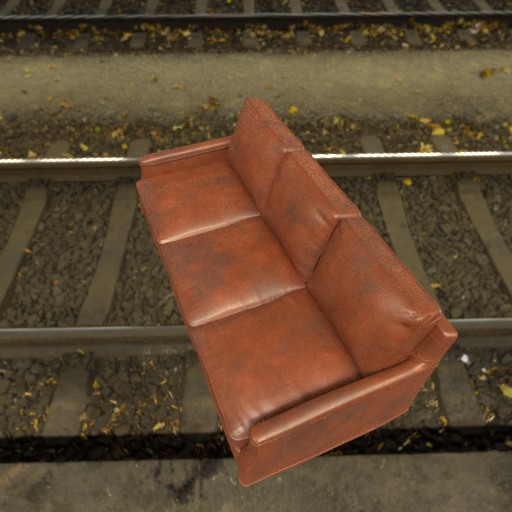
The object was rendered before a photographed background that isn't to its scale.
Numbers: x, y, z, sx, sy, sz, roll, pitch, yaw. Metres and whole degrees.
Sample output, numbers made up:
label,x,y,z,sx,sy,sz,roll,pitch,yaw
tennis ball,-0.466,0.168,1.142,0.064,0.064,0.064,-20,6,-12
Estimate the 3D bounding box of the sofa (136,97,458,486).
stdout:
label,x,y,z,sx,sy,sz,roll,pitch,yaw
sofa,0.000,0.000,2.758,1.084,1.003,2.240,-17,50,-15
